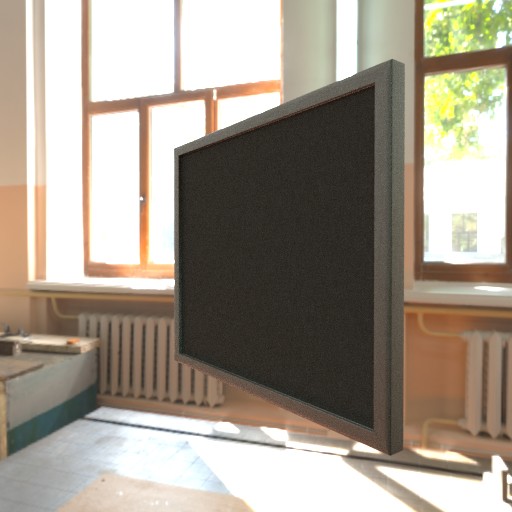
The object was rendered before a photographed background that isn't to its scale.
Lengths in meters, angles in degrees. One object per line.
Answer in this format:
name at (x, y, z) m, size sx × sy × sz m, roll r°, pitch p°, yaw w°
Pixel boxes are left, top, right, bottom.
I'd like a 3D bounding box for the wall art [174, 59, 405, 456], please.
wall art at (0.000, 0.000, 0.739) m, size 0.028 × 0.457 × 0.556 m, roll -1°, pitch 1°, yaw -37°
